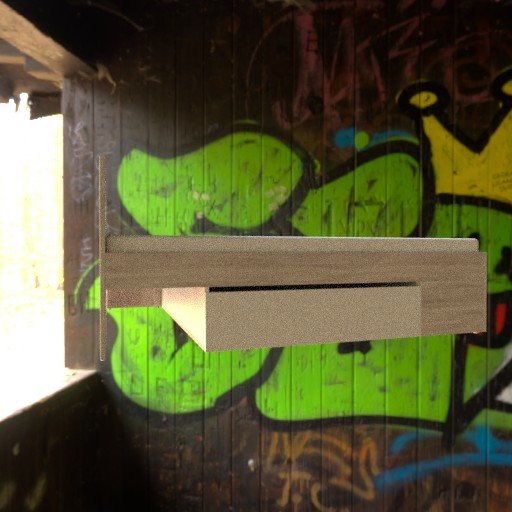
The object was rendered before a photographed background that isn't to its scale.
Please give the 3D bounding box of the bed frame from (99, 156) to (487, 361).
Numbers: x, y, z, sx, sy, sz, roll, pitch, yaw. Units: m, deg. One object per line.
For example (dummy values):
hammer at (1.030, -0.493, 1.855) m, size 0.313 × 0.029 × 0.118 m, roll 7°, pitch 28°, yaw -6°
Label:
bed frame at (0.000, 0.000, 3.130) m, size 2.050 × 0.860 × 2.040 m, roll 0°, pitch 1°, yaw -19°
